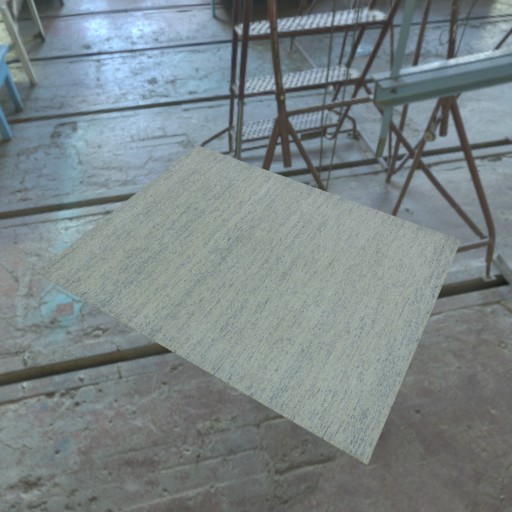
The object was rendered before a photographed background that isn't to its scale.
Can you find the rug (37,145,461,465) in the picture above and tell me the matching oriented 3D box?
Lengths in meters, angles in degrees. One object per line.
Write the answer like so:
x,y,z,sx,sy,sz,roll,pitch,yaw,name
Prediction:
0.000,0.000,4.179,3.197,0.006,2.438,24,51,21,rug
